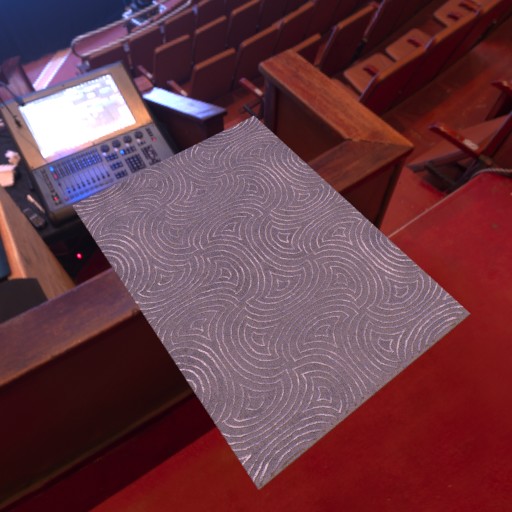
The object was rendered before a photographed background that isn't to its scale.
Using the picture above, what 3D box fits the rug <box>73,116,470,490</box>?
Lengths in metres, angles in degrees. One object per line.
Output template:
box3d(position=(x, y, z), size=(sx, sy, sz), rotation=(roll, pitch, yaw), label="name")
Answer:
box3d(position=(0.000, 0.000, 2.814), size=(1.543, 0.015, 2.144), rotation=(-32, 63, -19), label="rug")
